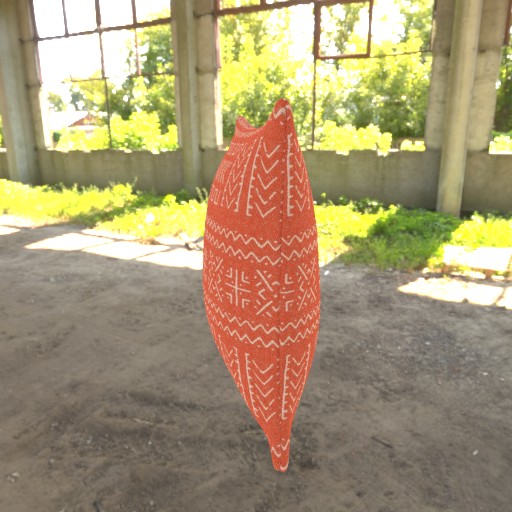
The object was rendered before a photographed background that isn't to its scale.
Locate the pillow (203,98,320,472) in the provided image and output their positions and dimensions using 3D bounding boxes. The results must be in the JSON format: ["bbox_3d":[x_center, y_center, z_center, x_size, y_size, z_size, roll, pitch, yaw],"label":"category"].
[{"bbox_3d":[0.000,0.000,0.676,0.164,0.429,0.438,-2,15,-7],"label":"pillow"}]
